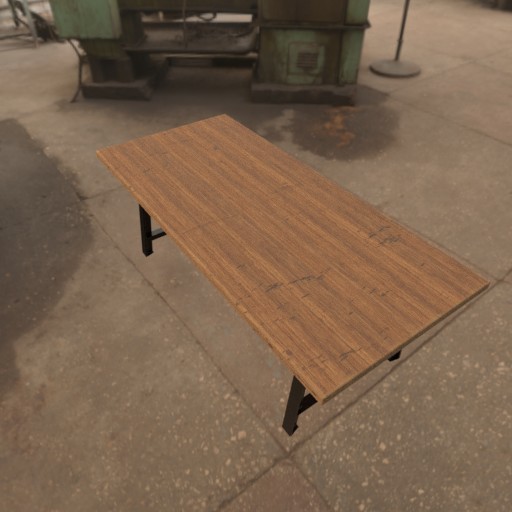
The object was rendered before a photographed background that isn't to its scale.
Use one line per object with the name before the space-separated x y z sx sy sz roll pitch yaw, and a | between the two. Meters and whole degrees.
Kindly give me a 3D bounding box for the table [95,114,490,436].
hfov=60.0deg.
table | 0.000 0.000 2.673 1.000 0.757 2.200 -25 47 -26
